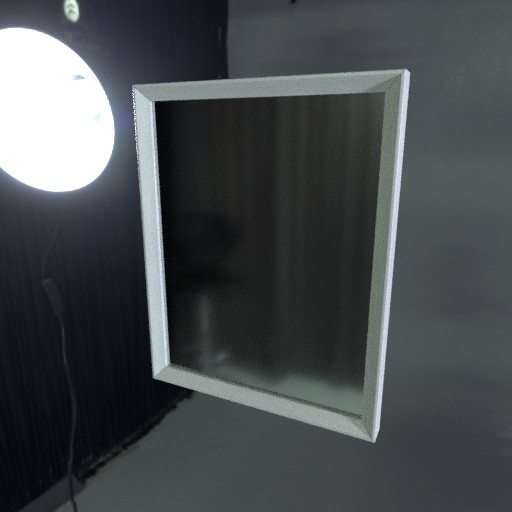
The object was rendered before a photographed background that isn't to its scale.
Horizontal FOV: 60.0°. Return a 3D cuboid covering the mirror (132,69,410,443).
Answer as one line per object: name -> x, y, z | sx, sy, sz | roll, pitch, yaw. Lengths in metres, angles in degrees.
mirror -> 0.000, 0.000, 0.683 | 0.406, 0.509, 0.041 | 7, 17, 25
